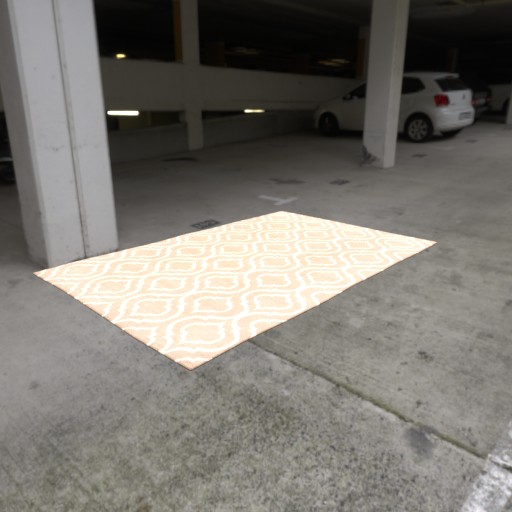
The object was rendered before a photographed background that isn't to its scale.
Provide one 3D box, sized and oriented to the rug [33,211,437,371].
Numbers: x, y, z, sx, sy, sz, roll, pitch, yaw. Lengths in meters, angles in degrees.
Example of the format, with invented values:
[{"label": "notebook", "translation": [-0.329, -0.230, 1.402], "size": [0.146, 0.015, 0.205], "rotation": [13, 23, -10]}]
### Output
[{"label": "rug", "translation": [0.000, 0.000, 2.243], "size": [1.152, 0.013, 1.761], "rotation": [17, 25, 41]}]
